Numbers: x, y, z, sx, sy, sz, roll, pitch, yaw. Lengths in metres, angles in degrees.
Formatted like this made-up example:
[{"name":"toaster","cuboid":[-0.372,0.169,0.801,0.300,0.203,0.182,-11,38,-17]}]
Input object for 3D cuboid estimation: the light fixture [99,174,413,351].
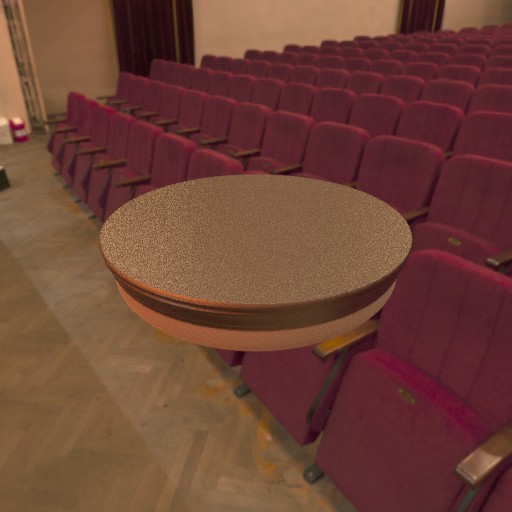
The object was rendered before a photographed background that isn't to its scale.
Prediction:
[{"name":"light fixture","cuboid":[0.000,0.000,0.566,0.368,0.100,0.368,0,28,0]}]
